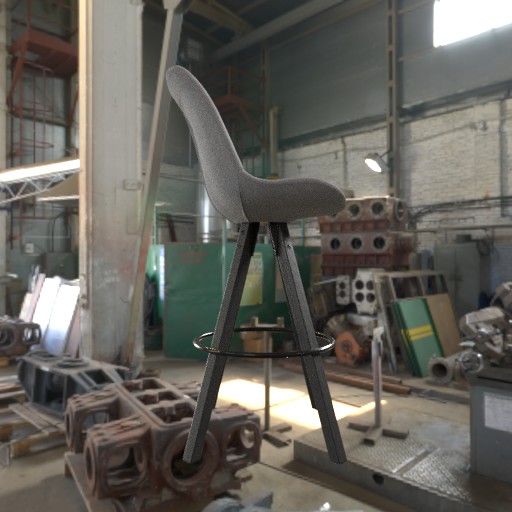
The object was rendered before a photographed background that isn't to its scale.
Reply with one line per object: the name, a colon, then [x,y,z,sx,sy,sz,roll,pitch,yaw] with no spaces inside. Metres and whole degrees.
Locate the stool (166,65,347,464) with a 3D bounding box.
stool: [0.000,0.000,1.416,0.550,1.115,0.485,0,0,0]
